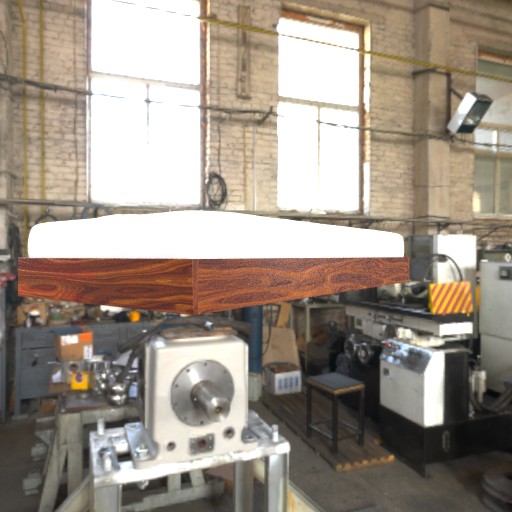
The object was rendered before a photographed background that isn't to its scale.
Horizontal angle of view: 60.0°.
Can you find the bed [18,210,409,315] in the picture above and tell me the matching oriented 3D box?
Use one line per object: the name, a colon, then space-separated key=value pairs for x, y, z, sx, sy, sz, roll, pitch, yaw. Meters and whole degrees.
bed: x=0.000 y=0.000 z=2.203 sx=0.940 sy=0.312 sz=1.860 roll=0 pitch=0 yaw=36
